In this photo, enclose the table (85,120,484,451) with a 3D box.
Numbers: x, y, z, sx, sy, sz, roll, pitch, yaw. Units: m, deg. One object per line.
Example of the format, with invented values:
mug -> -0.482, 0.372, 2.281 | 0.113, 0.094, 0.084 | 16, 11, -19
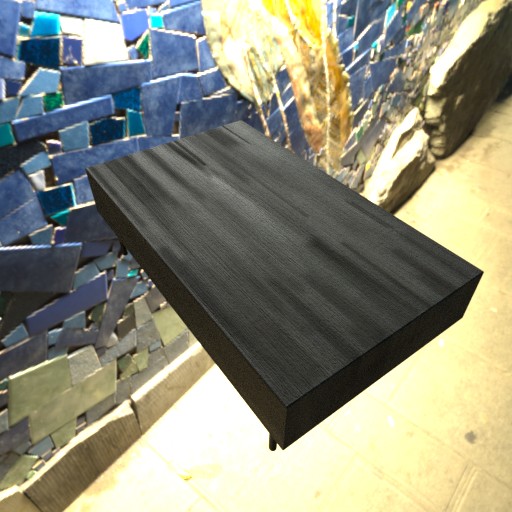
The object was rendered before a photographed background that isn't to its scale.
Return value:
table -> 0.000, 0.000, 1.423 | 0.643, 0.347, 1.088 | -26, 48, -26
